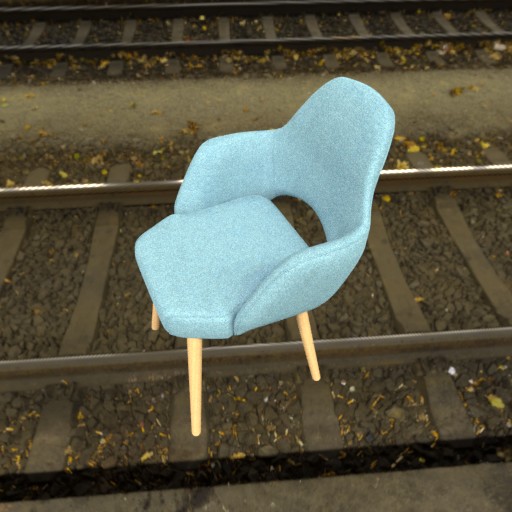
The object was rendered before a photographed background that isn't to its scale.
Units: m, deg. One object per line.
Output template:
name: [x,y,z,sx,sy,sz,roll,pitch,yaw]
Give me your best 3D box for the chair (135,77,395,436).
chair: [0.000,0.000,1.331,0.666,0.920,0.589,-19,48,-18]
